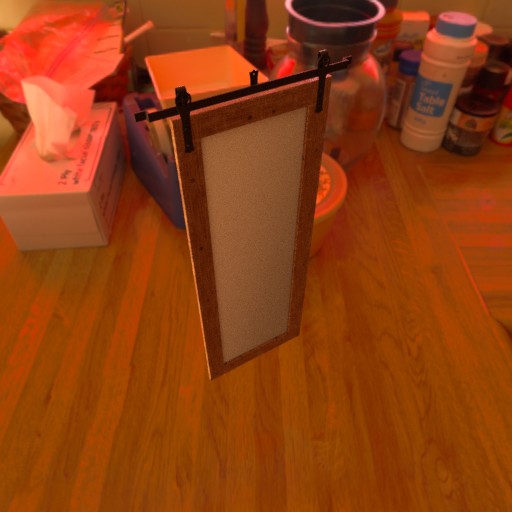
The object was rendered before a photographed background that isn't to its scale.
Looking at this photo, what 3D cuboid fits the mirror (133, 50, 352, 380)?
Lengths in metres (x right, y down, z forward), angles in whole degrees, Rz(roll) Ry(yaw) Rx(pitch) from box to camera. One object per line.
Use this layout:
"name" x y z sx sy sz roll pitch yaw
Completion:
"mirror" 0.000 0.000 2.101 0.847 1.793 0.042 -23 51 -20
